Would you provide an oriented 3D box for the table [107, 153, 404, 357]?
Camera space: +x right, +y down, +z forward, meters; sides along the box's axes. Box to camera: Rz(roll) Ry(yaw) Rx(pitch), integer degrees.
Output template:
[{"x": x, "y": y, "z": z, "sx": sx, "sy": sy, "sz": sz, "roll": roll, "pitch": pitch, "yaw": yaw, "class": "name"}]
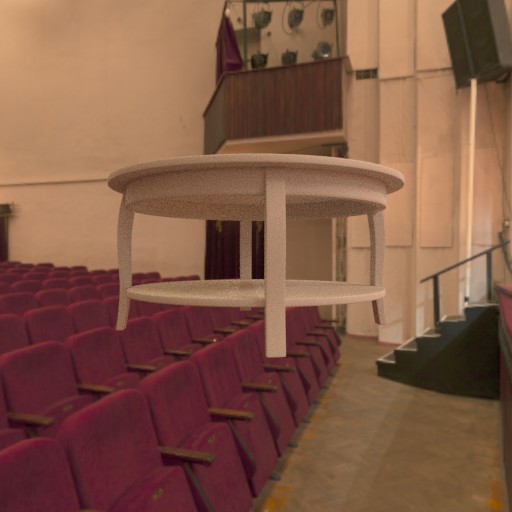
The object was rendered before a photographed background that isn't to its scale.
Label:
[{"x": 0.000, "y": 0.000, "z": 1.434, "sx": 0.910, "sy": 0.457, "sz": 0.910, "roll": 0, "pitch": 0, "yaw": 0, "class": "table"}]
